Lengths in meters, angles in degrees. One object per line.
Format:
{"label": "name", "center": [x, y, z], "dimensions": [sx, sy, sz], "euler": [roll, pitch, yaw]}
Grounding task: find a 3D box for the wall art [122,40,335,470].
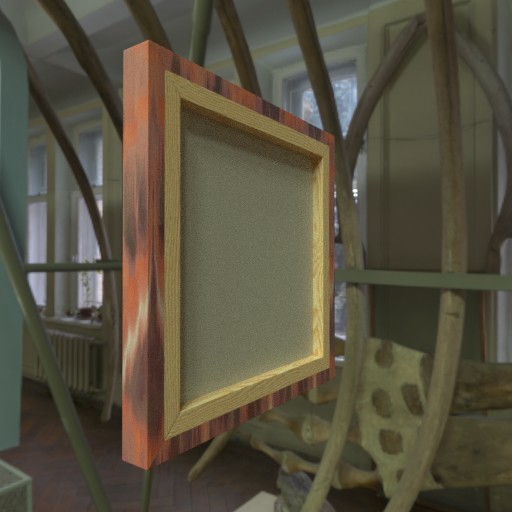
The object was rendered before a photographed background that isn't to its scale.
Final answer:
{"label": "wall art", "center": [0.000, 0.000, 0.592], "dimensions": [0.038, 0.406, 0.403], "euler": [0, -1, 36]}
